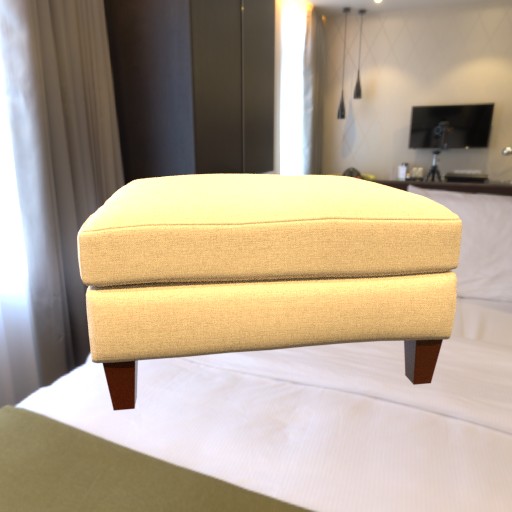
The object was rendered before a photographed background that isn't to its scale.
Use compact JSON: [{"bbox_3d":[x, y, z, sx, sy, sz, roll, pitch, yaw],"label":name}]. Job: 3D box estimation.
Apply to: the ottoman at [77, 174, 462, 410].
[{"bbox_3d":[0.000,0.000,1.343,0.838,0.478,0.838,-2,16,-8],"label":"ottoman"}]
